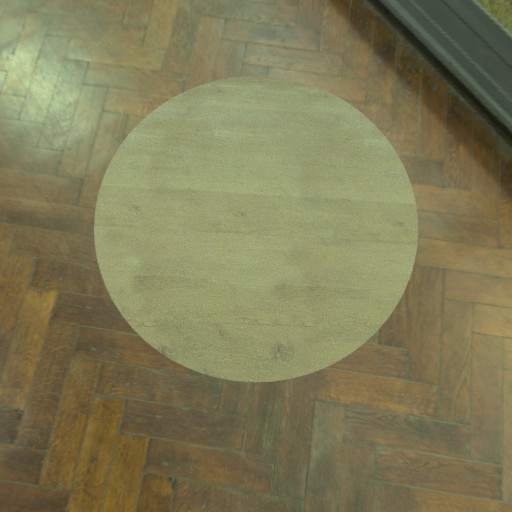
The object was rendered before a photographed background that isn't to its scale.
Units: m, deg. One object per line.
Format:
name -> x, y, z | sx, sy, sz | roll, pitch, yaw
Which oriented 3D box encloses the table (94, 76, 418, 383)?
table -> 0.000, 0.000, 1.472 | 0.800, 0.780, 0.800 | 0, 75, 0
